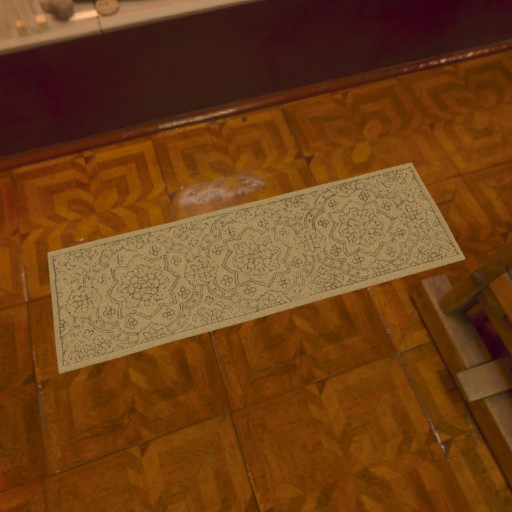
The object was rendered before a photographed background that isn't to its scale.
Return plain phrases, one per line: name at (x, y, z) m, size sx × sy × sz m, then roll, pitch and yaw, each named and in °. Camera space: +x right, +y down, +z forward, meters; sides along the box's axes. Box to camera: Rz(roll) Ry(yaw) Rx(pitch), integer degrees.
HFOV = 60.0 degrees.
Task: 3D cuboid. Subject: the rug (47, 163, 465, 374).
rug at (0.000, 0.000, 2.710) m, size 2.448 × 0.012 × 0.769 m, roll -15°, pitch 65°, yaw -7°
